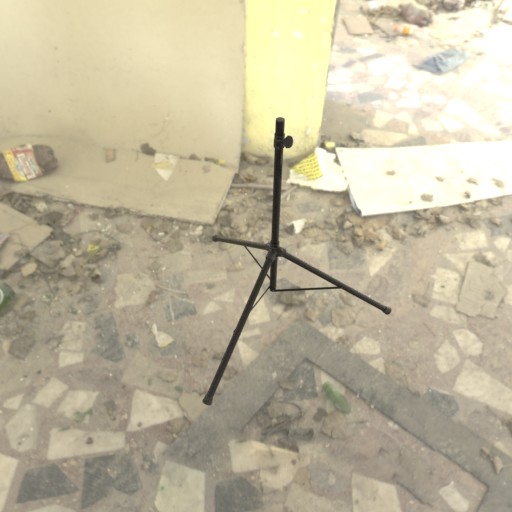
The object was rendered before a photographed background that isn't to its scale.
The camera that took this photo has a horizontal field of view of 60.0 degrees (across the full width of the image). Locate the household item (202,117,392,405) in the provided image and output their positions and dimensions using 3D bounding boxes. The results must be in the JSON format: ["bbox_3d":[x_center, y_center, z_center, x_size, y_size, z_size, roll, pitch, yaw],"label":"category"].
[{"bbox_3d":[0.000,0.000,2.663,1.596,1.595,1.339,24,52,20],"label":"household item"}]
